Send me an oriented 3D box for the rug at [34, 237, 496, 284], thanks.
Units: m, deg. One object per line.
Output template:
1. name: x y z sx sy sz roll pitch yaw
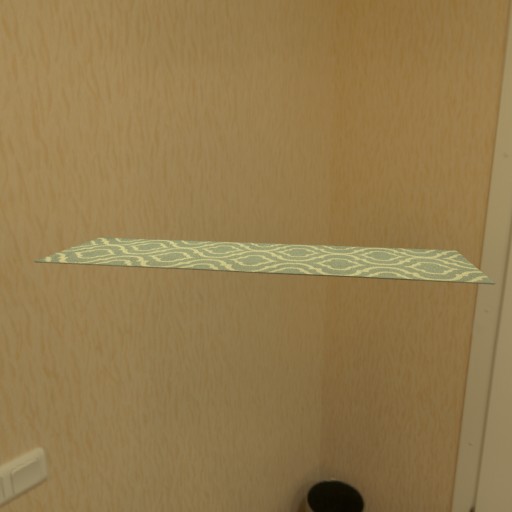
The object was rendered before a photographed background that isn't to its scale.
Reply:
1. rug: 0.000 0.000 2.476 2.275 0.009 0.684 2 14 10
